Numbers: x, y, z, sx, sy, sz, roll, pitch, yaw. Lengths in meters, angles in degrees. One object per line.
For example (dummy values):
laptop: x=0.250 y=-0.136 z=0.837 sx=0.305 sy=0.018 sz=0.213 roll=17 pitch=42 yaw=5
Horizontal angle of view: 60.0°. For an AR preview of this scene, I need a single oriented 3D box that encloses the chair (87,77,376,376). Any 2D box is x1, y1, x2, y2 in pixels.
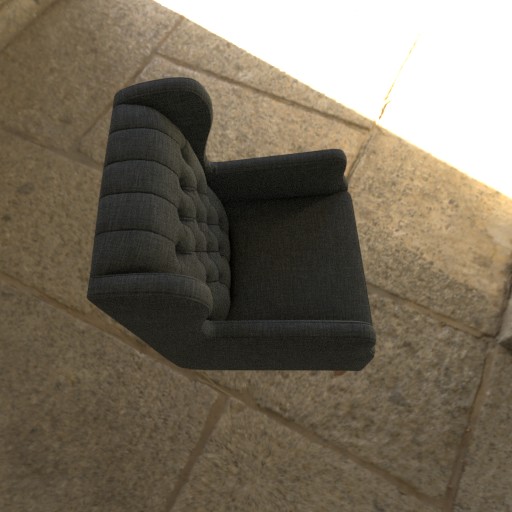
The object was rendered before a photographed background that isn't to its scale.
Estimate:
chair: x=0.000 y=0.000 z=1.495 sx=0.775 sy=0.953 sz=0.711 roll=-2 pitch=64 yaw=-1
